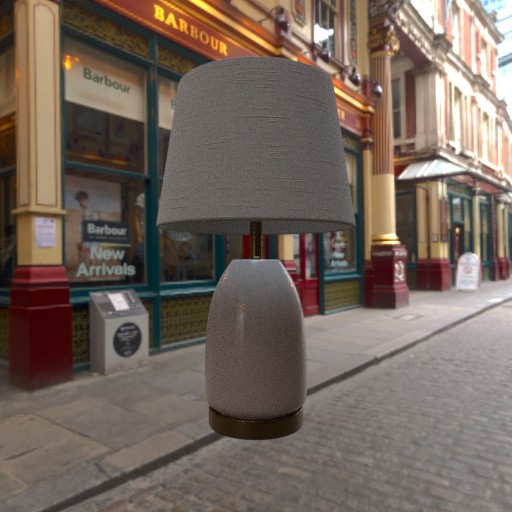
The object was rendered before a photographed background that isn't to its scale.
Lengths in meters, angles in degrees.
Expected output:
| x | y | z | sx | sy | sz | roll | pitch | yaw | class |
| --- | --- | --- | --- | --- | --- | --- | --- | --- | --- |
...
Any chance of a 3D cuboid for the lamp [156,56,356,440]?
| x | y | z | sx | sy | sz | roll | pitch | yaw | class |
| --- | --- | --- | --- | --- | --- | --- | --- | --- | --- |
| 0.000 | 0.000 | 0.649 | 0.285 | 0.483 | 0.285 | 0 | -1 | 0 | lamp |
